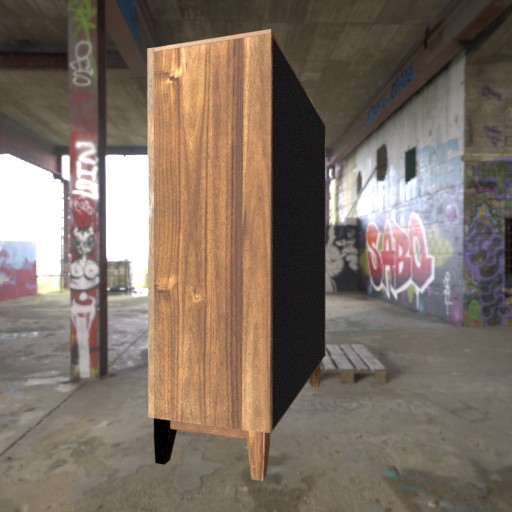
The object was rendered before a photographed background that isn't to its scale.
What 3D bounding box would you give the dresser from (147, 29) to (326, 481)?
[{"bbox_3d":[0.000,0.000,1.927,0.442,1.393,1.062,0,0,18],"label":"dresser"}]
